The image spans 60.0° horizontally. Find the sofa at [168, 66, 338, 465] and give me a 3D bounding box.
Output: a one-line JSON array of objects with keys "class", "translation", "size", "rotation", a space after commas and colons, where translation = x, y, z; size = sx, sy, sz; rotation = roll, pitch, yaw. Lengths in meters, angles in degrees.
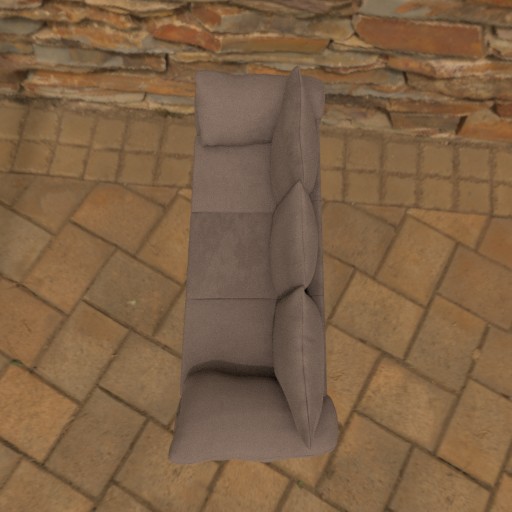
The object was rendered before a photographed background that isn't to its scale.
[{"class": "sofa", "translation": [0.000, 0.000, 2.839], "size": [0.893, 0.981, 2.377], "rotation": [1, 74, 0]}]
